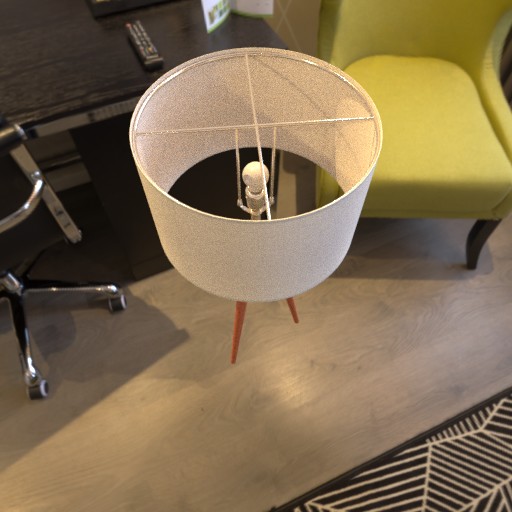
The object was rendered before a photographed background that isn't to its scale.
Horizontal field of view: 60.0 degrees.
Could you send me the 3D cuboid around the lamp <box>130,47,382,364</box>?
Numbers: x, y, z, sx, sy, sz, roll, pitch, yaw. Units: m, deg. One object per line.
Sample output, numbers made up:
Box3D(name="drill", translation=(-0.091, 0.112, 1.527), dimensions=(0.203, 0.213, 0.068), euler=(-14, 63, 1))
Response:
Box3D(name="lamp", translation=(0.000, 0.000, 0.926), dimensions=(0.355, 0.709, 0.354), euler=(31, 62, 18))
